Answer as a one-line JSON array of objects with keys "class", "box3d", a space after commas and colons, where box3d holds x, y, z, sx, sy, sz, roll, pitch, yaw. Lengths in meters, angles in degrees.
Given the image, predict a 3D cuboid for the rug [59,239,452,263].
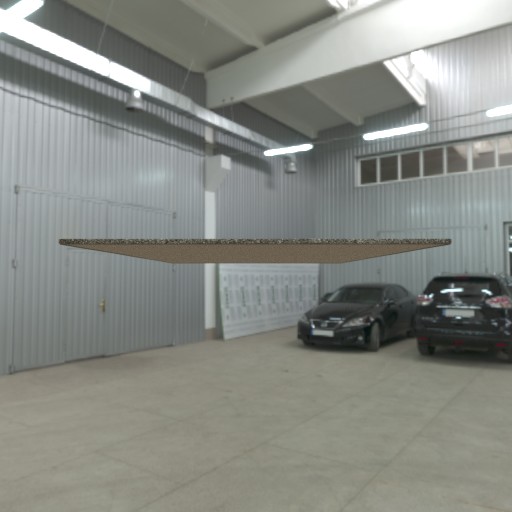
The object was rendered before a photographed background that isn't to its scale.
[{"class": "rug", "box3d": [0.000, 0.000, 3.365, 1.802, 0.026, 2.699, 0, -3, 0]}]
